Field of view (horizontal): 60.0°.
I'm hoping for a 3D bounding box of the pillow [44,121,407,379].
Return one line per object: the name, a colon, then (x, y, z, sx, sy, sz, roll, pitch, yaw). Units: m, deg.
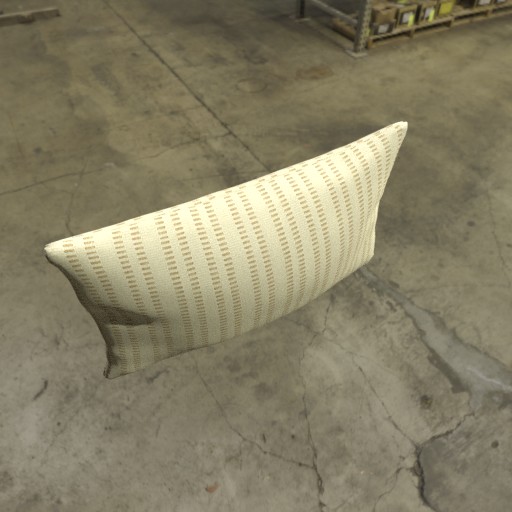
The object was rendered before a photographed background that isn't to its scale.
pillow: (0.000, 0.000, 0.804, 0.640, 0.353, 0.210, -23, 51, -20)
